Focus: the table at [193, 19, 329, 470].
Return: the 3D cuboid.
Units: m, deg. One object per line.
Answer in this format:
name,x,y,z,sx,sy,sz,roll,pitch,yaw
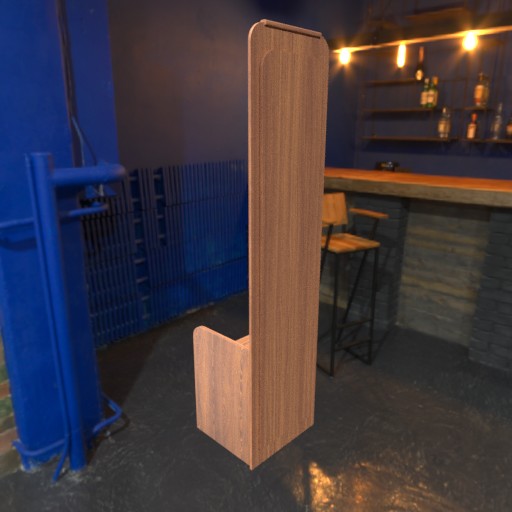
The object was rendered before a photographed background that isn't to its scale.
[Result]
table,0.000,0.000,2.010,0.420,1.830,0.450,15,22,42
